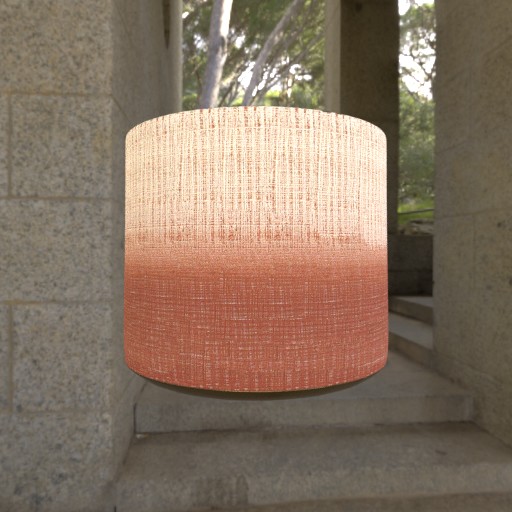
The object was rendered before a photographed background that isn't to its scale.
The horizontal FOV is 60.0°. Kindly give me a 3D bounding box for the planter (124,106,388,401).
[{"bbox_3d":[0.000,0.000,0.443,0.254,0.221,0.254,0,1,0],"label":"planter"}]
